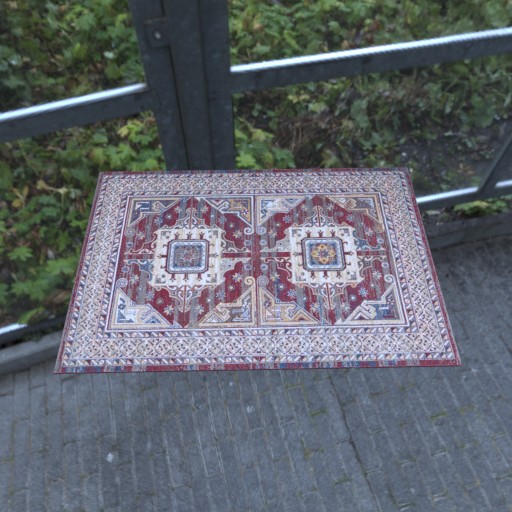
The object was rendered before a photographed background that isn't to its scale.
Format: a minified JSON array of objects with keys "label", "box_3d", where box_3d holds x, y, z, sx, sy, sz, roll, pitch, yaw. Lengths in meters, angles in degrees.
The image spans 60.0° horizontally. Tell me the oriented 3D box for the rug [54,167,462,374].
[{"label":"rug","box_3d":[0.000,0.000,5.785,4.578,0.033,3.033,-1,57,-1]}]
